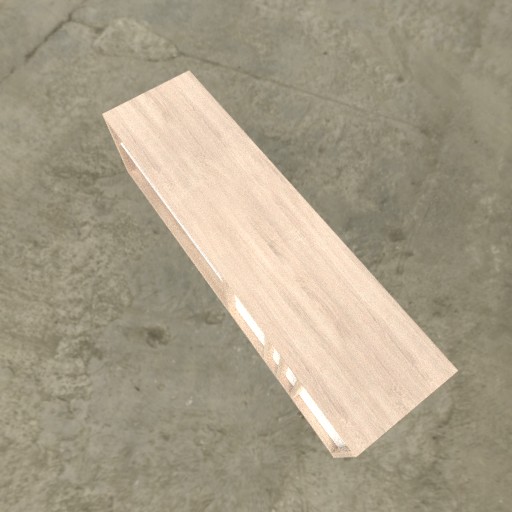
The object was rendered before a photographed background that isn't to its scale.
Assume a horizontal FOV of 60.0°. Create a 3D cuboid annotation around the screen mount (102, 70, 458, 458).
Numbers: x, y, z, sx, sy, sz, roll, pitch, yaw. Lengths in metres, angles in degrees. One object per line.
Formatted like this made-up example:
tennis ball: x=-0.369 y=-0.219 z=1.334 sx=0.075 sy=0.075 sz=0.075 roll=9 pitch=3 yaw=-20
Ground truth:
screen mount: x=0.000 y=0.000 z=1.753 sx=0.400 sy=0.510 sz=1.500 roll=-33 pitch=69 yaw=-14
